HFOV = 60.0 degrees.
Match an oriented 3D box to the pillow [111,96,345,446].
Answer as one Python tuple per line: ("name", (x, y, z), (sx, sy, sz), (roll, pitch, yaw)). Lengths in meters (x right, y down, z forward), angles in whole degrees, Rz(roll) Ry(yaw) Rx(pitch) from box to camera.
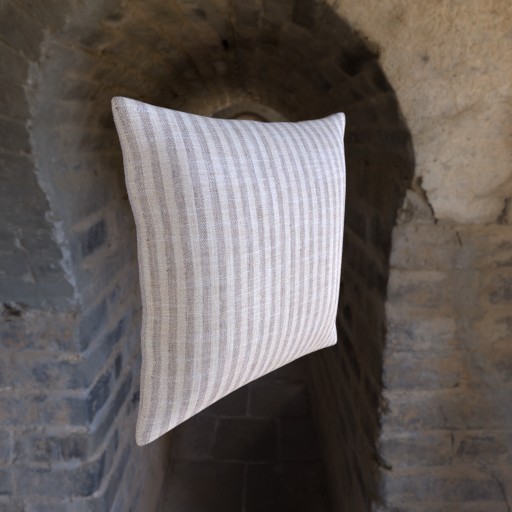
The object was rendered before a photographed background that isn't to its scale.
("pillow", (0.000, 0.000, 0.793), (0.166, 0.510, 0.523), (14, 20, 43))
